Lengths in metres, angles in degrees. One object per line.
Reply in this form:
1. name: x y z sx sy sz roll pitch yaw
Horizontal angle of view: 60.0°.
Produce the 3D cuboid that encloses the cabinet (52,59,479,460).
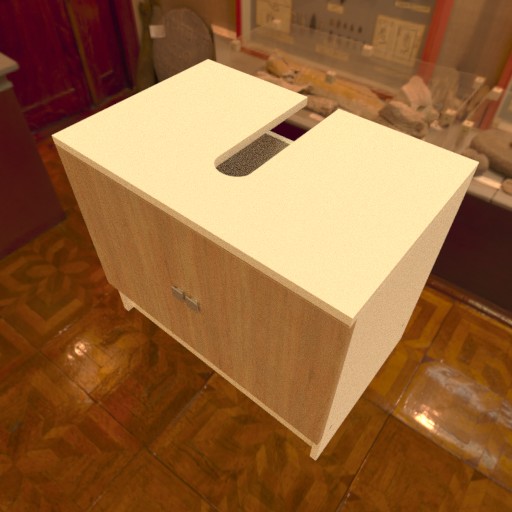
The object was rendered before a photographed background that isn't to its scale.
1. cabinet: 0.000 0.000 0.927 0.600 0.522 0.400 31 55 25
